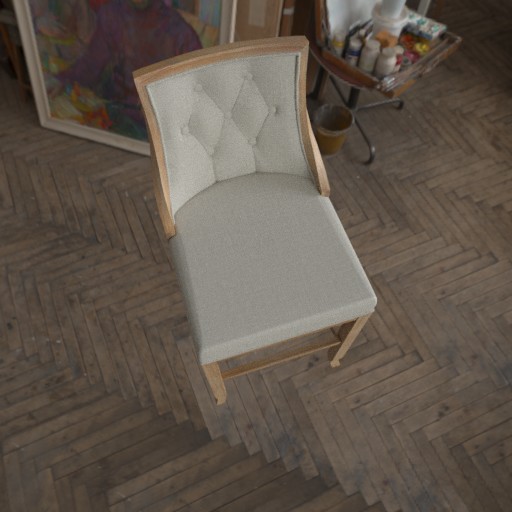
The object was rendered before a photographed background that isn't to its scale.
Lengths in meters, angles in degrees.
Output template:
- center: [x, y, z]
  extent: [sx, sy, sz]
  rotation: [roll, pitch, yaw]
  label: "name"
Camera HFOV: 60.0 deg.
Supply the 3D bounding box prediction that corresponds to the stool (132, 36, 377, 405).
- center: [0.000, 0.000, 1.435]
  extent: [0.524, 1.101, 0.626]
  rotation: [-16, 64, -8]
  label: "stool"
